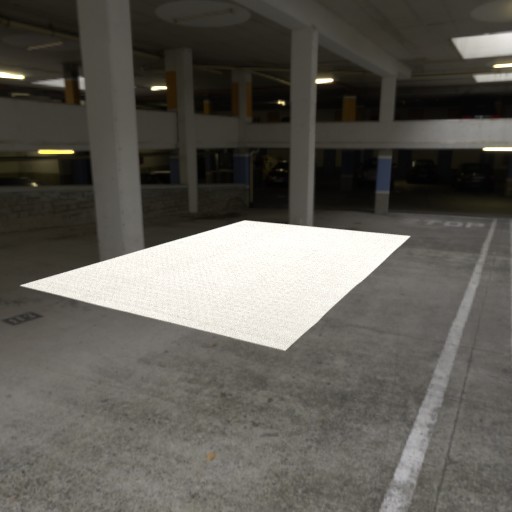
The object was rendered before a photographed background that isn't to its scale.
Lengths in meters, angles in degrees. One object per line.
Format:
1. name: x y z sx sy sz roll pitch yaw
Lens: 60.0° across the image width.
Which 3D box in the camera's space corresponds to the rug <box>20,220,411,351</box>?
1. rug: 0.000 0.000 2.893 1.523 0.006 2.289 8 16 28
